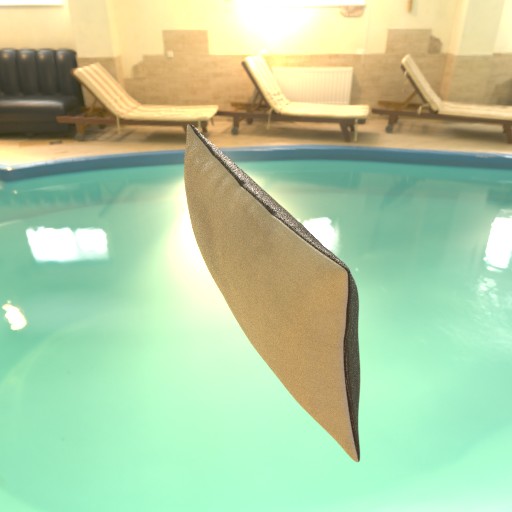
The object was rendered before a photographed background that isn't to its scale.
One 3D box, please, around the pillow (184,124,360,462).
[{"bbox_3d":[0.000,0.000,0.734,0.156,0.305,0.608,-11,32,-18],"label":"pillow"}]
